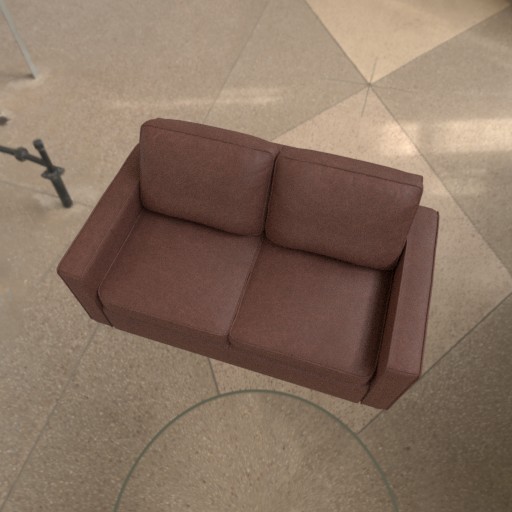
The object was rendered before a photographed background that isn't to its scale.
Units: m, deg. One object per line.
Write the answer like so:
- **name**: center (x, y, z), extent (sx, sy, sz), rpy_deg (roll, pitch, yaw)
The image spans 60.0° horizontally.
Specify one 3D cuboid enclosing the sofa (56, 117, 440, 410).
- **sofa**: center (0.000, 0.000, 2.286), extent (1.709, 0.918, 0.947), rpy_deg (15, 59, 9)
